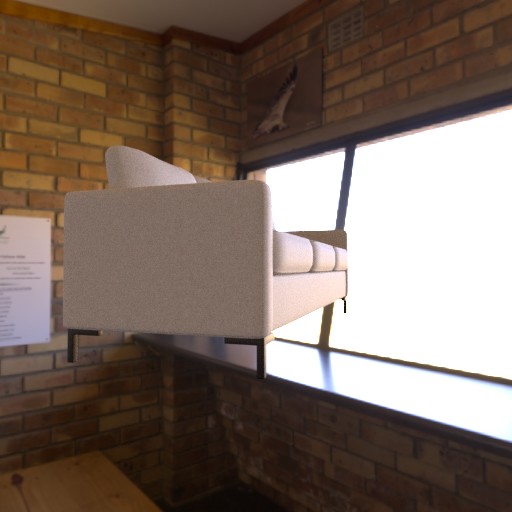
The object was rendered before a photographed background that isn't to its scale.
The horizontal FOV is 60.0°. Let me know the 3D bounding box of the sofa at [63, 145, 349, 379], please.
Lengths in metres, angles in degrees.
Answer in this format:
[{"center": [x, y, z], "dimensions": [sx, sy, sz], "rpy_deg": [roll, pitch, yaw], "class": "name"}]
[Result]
[{"center": [0.000, 0.000, 2.637], "dimensions": [0.859, 0.874, 2.218], "rpy_deg": [0, -1, 19], "class": "sofa"}]
